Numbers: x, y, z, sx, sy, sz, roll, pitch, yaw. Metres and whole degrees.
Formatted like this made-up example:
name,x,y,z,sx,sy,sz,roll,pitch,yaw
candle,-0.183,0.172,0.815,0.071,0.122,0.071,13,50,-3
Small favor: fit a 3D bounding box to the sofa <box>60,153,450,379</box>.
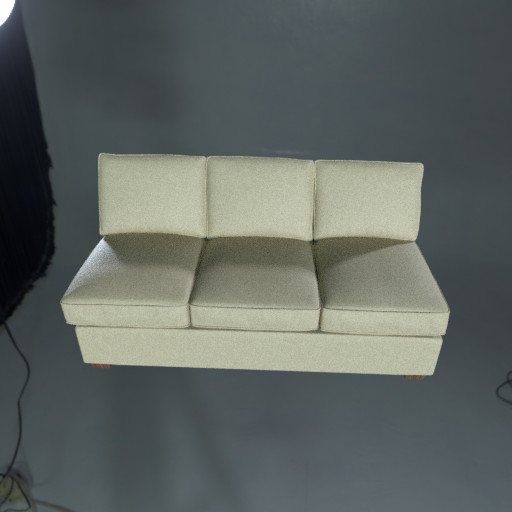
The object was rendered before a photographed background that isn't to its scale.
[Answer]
name,x,y,z,sx,sy,sz,roll,pitch,yaw
sofa,0.000,0.000,2.587,1.962,0.973,1.027,1,31,2
